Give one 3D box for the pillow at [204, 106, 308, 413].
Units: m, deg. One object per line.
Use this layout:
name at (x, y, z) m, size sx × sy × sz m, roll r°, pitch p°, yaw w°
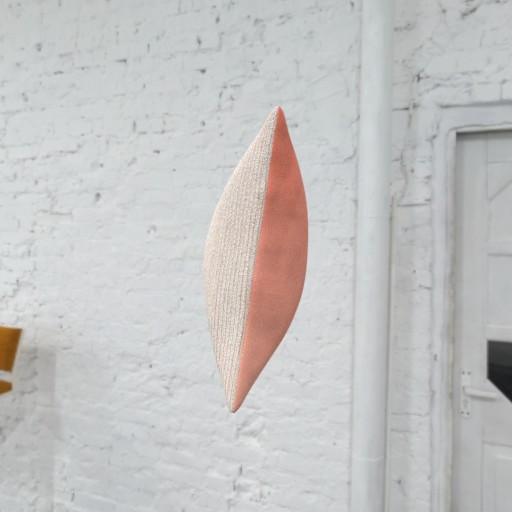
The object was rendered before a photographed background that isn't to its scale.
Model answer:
pillow at (0.000, 0.000, 0.742) m, size 0.155 × 0.307 × 0.608 m, roll 0°, pitch 1°, yaw 0°
